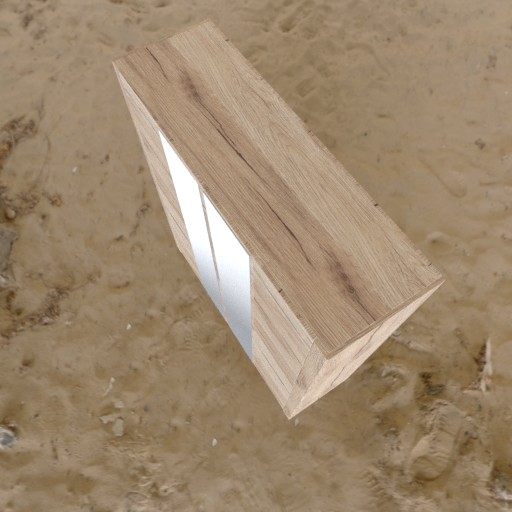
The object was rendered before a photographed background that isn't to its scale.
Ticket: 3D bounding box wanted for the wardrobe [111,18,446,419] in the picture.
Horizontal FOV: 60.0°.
[{"bbox_3d":[0.000,0.000,2.908,0.580,2.070,1.810,-30,68,-14],"label":"wardrobe"}]
